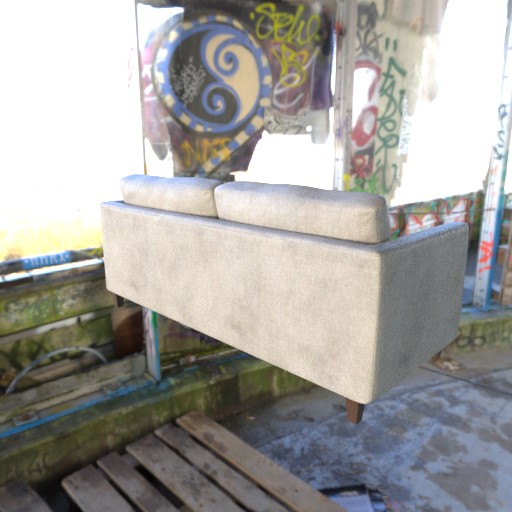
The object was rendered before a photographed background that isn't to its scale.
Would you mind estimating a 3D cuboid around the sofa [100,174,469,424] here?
[{"bbox_3d":[0.000,0.000,2.743,2.208,0.965,0.951,13,19,43],"label":"sofa"}]
